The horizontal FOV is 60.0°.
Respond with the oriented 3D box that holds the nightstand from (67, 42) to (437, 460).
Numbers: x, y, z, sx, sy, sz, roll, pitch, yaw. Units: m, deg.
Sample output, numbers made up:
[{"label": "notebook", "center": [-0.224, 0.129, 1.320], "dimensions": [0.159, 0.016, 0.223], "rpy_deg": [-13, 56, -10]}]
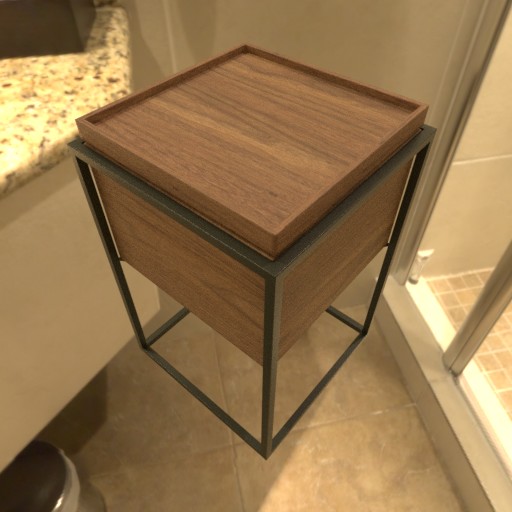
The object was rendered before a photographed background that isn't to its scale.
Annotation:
[{"label": "nightstand", "center": [0.000, 0.000, 0.861], "dimensions": [0.397, 0.607, 0.397], "rpy_deg": [32, 55, 27]}]
